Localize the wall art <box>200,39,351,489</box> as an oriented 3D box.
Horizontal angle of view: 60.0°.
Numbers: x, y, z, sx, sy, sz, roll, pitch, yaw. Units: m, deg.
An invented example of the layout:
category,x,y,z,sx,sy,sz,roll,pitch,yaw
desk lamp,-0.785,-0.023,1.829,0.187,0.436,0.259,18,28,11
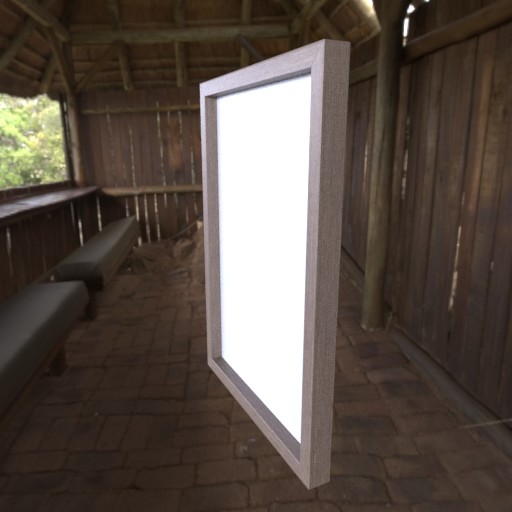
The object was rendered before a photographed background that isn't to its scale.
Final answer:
category,x,y,z,sx,sy,sz,roll,pitch,yaw
wall art,0.000,0.000,0.646,0.032,0.510,0.358,-7,16,-25
